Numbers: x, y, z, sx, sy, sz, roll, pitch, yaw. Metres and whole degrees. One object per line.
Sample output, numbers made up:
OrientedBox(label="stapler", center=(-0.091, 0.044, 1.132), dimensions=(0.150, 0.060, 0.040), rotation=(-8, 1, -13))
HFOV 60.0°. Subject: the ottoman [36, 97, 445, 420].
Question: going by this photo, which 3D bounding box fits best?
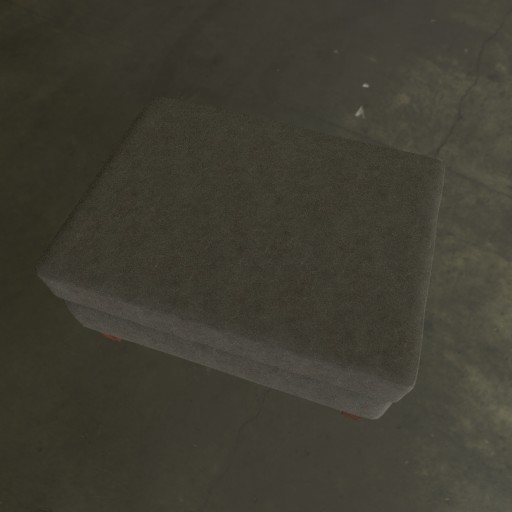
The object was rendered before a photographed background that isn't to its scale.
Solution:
OrientedBox(label="ottoman", center=(0.000, 0.000, 1.226), dimensions=(0.839, 0.464, 0.639), rotation=(15, 59, 9))
